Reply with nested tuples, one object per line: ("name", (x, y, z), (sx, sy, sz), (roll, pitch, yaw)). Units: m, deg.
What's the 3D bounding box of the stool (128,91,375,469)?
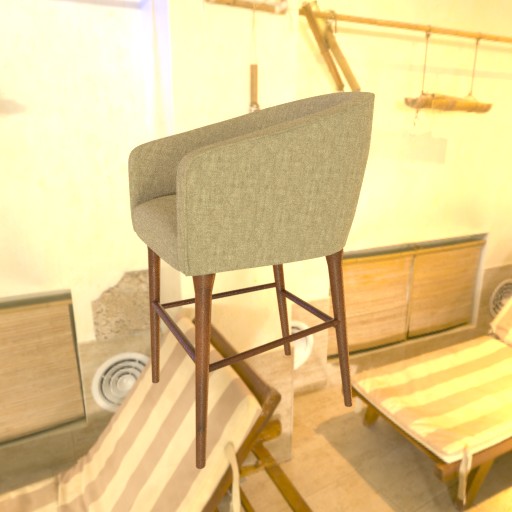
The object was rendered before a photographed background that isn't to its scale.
("stool", (0.000, 0.000, 1.340), (0.635, 0.952, 0.559), (-8, 17, -26))
